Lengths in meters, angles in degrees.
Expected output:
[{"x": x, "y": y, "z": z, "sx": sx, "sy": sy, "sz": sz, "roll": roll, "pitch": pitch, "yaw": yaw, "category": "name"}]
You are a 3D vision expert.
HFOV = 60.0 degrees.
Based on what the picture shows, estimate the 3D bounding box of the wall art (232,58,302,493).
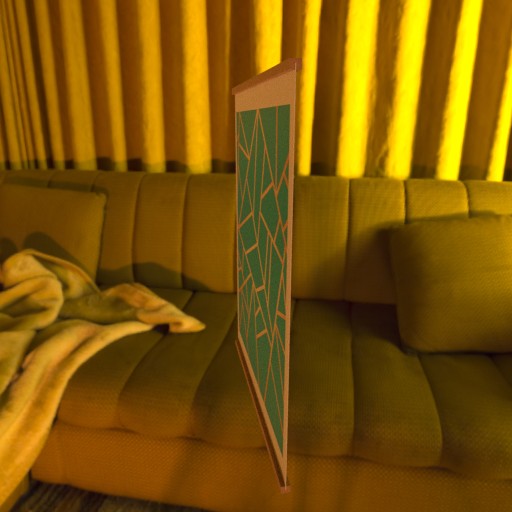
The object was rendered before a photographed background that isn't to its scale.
[{"x": 0.000, "y": 0.000, "z": 0.680, "sx": 0.012, "sy": 0.508, "sz": 0.405, "roll": -3, "pitch": 17, "yaw": -10, "category": "wall art"}]
